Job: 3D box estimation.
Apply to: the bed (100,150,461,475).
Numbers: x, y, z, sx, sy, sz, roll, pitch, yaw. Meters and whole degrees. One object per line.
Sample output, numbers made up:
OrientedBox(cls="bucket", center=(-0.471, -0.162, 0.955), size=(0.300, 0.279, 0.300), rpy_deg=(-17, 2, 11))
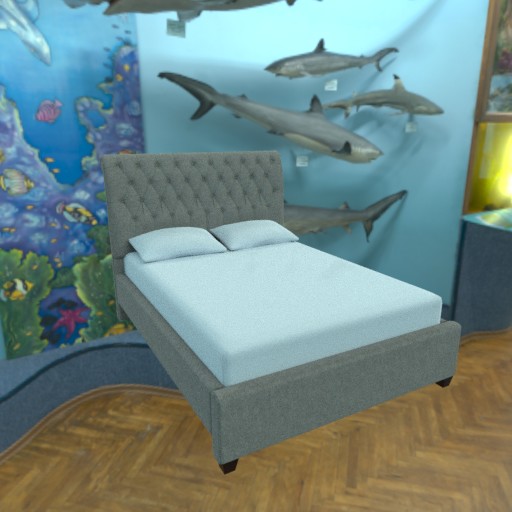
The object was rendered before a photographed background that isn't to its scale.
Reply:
OrientedBox(cls="bed", center=(0.000, 0.000, 3.191), size=(1.645, 1.371, 2.252), rpy_deg=(-9, 18, -28))
